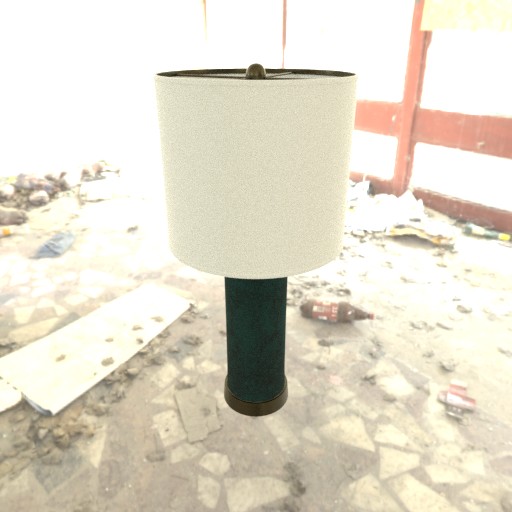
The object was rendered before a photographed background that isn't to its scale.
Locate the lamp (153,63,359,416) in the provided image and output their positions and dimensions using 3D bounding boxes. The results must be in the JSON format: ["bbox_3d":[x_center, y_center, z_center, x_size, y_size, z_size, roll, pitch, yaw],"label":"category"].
[{"bbox_3d":[0.000,0.000,0.788,0.301,0.630,0.301,-8,27,-16],"label":"lamp"}]
